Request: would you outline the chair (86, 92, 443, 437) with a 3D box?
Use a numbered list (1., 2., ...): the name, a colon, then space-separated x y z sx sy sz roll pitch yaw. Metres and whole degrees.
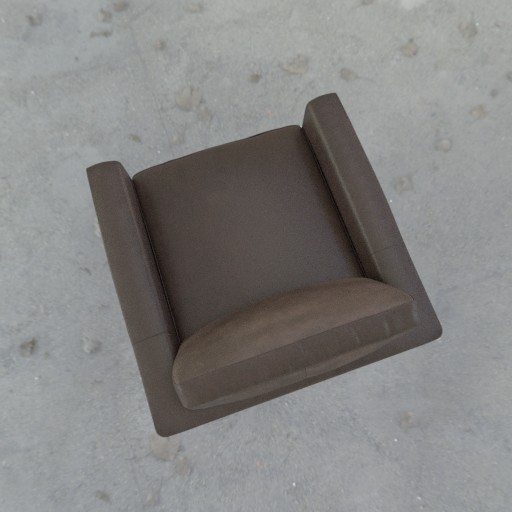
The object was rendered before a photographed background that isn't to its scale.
1. chair: 0.000 0.000 1.795 1.100 0.812 1.069 -18 76 -5
